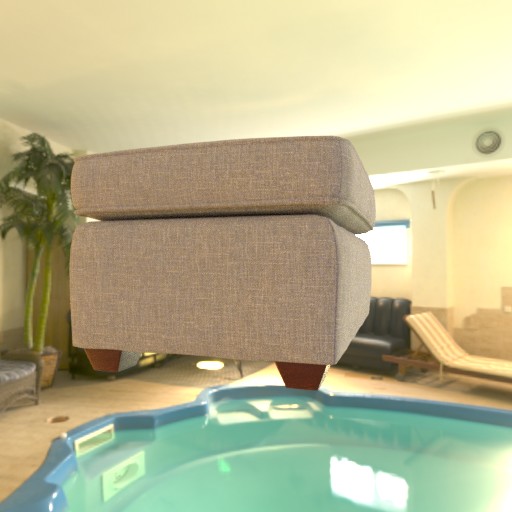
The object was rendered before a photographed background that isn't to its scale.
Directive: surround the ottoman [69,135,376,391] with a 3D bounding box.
[{"bbox_3d":[0.000,0.000,1.125,0.559,0.457,0.762,0,-1,18],"label":"ottoman"}]
